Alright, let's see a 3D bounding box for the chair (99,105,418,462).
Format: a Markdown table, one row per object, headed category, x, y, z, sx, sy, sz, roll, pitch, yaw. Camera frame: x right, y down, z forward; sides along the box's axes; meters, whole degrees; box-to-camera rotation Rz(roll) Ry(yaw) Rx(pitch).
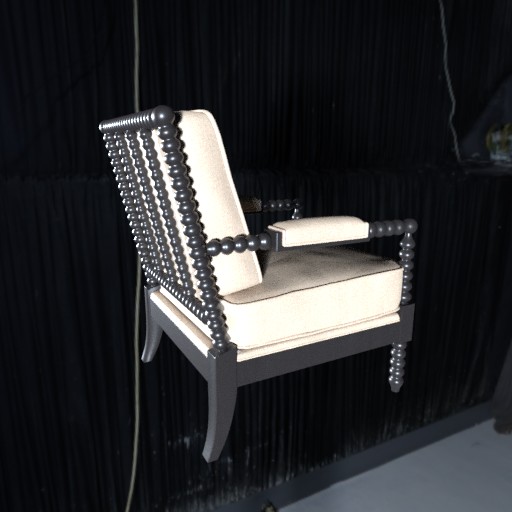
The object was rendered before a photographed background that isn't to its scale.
| category | x | y | z | sx | sy | sz | roll | pitch | yaw |
| --- | --- | --- | --- | --- | --- | --- | --- | --- | --- |
| chair | 0.000 | 0.000 | 1.171 | 0.657 | 0.703 | 0.555 | -7 | 16 | -28 |
